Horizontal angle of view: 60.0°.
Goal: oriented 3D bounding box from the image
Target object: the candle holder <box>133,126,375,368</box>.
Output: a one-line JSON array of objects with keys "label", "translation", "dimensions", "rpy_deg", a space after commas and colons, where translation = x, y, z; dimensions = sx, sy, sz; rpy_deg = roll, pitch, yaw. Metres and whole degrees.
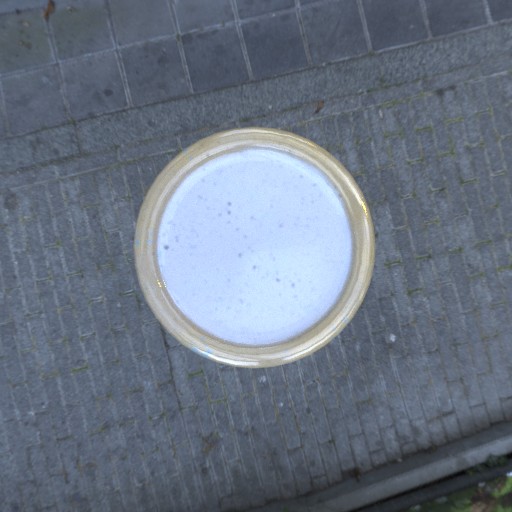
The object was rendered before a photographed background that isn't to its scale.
[{"label": "candle holder", "translation": [0.000, 0.000, 0.303], "dimensions": [0.110, 0.239, 0.110], "rpy_deg": [0, 88, 0]}]
